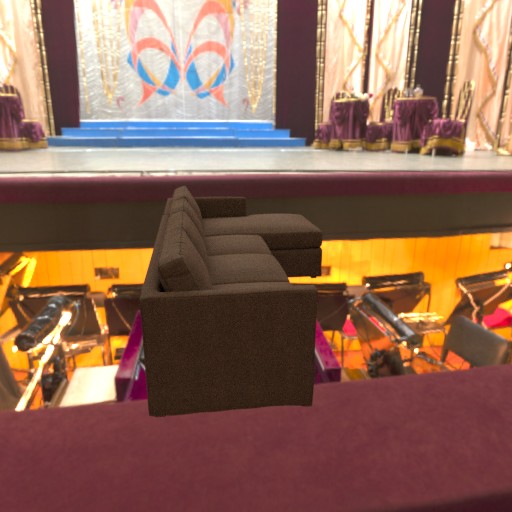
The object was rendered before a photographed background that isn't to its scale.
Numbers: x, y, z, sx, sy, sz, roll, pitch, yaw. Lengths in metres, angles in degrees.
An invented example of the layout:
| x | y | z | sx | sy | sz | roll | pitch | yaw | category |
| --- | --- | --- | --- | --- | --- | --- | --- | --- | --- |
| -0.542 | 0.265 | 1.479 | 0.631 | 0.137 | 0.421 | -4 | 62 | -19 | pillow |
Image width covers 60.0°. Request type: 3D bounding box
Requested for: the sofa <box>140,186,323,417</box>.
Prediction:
| x | y | z | sx | sy | sz | roll | pitch | yaw | category |
| --- | --- | --- | --- | --- | --- | --- | --- | --- | --- |
| 0.000 | 0.000 | 3.904 | 1.650 | 0.922 | 3.205 | -2 | 17 | -8 | sofa |
